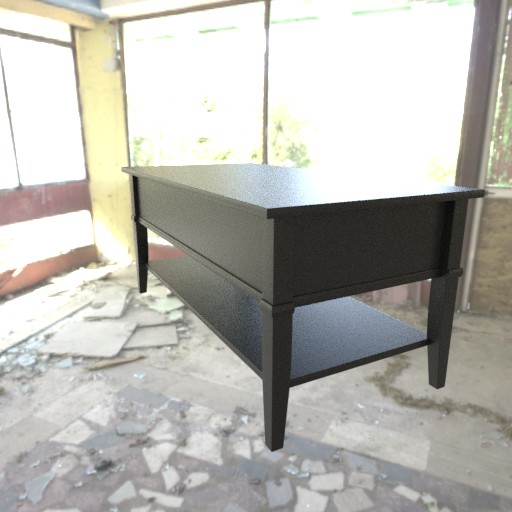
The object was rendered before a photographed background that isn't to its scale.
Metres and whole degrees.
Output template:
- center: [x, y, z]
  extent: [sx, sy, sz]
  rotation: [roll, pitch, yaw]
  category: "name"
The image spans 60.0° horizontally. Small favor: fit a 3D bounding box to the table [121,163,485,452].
- center: [0.000, 0.000, 1.308]
  extent: [0.523, 0.470, 1.044]
  rotation: [-8, 17, -27]
  category: "table"
